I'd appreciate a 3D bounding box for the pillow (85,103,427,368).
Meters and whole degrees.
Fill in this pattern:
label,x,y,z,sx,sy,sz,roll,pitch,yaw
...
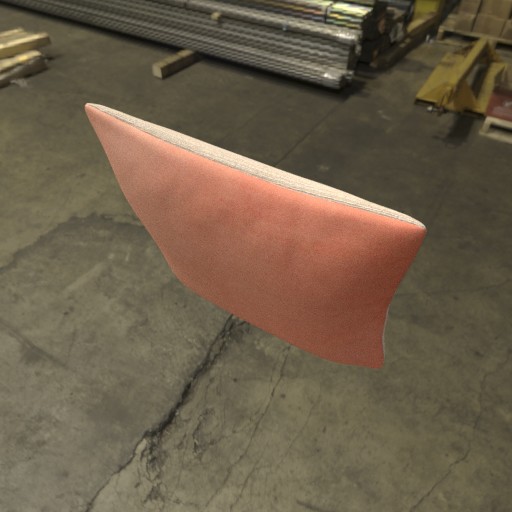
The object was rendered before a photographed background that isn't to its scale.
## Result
label,x,y,z,sx,sy,sz,roll,pitch,yaw
pillow,0.000,0.000,0.639,0.424,0.401,0.177,24,51,22
